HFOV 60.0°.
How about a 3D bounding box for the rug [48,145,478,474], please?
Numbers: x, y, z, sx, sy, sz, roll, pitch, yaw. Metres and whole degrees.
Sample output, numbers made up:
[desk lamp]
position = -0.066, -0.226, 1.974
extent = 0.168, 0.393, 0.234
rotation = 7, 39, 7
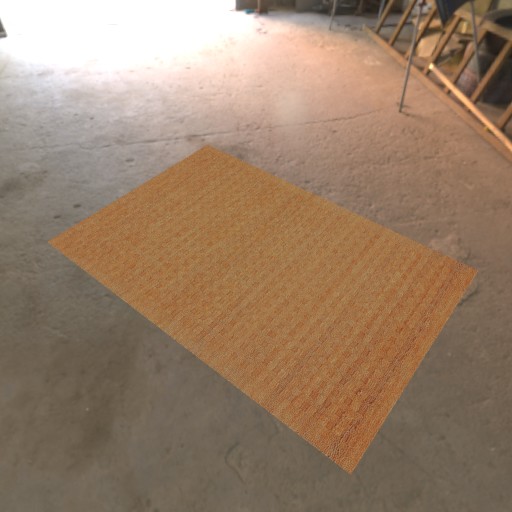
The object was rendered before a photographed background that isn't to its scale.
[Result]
[rug]
position = 0.000, 0.000, 2.822
extent = 2.285, 0.006, 1.524
rotation = 30, 53, 26
